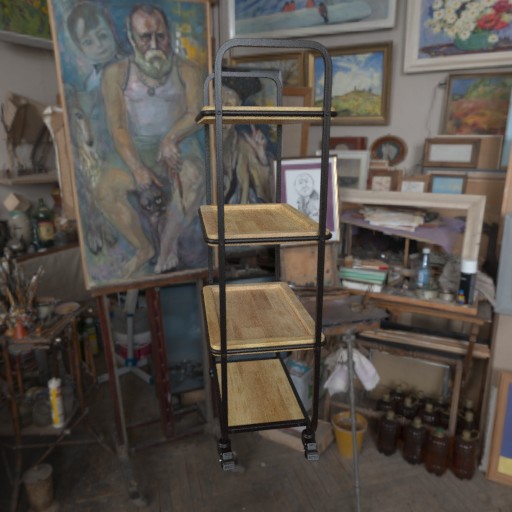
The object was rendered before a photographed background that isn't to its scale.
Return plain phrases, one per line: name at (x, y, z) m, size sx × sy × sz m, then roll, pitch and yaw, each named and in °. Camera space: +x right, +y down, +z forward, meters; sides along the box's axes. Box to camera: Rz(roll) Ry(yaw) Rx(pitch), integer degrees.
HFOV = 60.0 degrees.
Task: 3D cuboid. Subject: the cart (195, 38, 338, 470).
cart at (0.000, 0.000, 1.314) m, size 0.321 × 1.080 × 0.545 m, roll -2°, pitch 15°, yaw -9°
